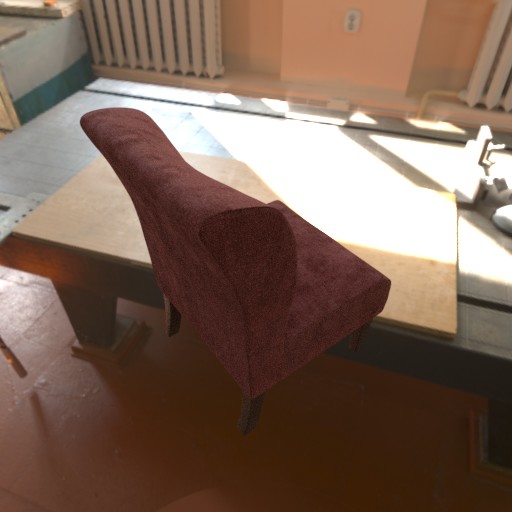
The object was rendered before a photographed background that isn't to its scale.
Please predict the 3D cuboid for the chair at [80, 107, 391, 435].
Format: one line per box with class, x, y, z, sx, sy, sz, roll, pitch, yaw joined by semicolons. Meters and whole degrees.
chair;0.000;0.000;1.271;0.640;0.846;0.538;-26;48;-27
